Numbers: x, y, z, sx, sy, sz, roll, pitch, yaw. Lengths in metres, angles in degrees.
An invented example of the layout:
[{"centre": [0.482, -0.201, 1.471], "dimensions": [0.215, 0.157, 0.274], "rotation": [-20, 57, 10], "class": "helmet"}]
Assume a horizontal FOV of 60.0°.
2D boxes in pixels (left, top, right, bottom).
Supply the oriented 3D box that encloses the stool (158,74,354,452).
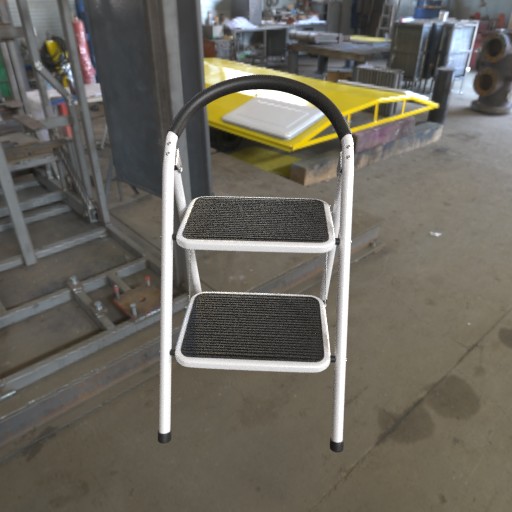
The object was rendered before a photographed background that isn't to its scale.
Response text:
[{"centre": [0.000, 0.000, 1.099], "dimensions": [0.453, 0.760, 0.559], "rotation": [2, 32, 3], "class": "stool"}]
